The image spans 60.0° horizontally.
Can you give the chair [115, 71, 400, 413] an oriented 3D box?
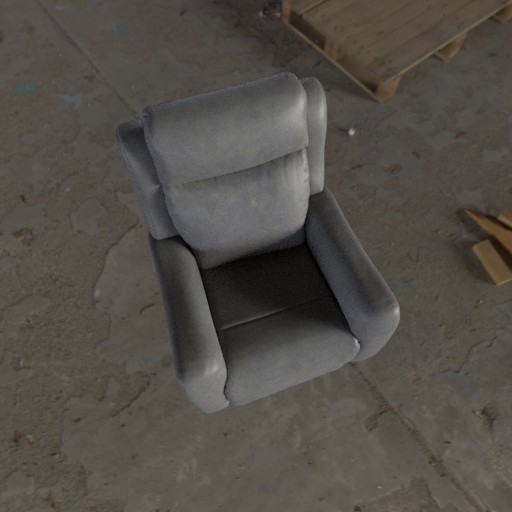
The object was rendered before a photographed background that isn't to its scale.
[{"bbox_3d":[0.000,0.000,1.991,0.967,1.116,1.068,-17,66,-8],"label":"chair"}]
